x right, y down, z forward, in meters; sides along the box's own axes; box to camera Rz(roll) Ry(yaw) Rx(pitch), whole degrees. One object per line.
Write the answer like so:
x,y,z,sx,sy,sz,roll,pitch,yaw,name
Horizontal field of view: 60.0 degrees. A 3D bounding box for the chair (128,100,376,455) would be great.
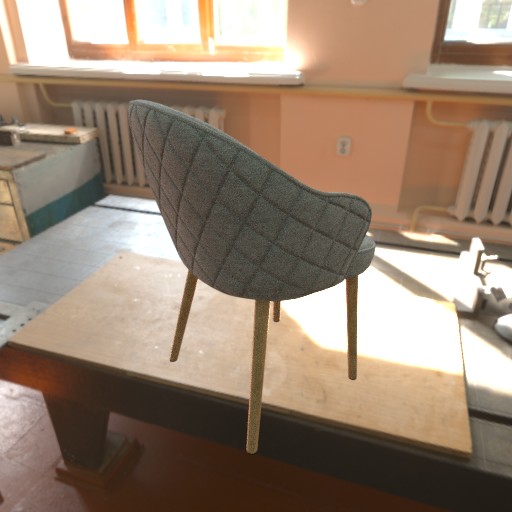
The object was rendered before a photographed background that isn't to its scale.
0.000,0.000,1.142,0.530,0.800,0.540,-19,33,-32,chair
